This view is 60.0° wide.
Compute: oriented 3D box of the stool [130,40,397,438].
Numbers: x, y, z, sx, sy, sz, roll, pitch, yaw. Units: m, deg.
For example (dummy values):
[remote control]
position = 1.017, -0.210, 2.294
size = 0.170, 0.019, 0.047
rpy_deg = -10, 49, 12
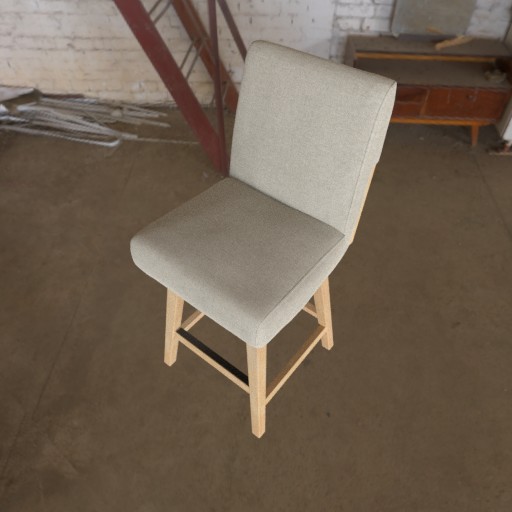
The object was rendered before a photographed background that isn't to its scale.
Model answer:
[stool]
position = 0.000, 0.000, 1.423
size = 0.507, 1.085, 0.606
rpy_deg = 30, 53, 26
